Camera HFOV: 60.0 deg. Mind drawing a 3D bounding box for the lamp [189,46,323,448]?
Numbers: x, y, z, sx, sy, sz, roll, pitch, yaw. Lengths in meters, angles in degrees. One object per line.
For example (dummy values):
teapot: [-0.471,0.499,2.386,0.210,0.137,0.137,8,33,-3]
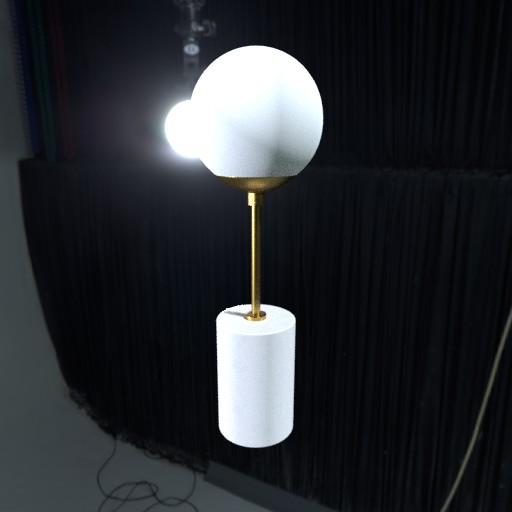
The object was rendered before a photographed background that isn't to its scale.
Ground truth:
lamp: [0.000,0.000,0.554,0.153,0.480,0.153,0,14,0]
